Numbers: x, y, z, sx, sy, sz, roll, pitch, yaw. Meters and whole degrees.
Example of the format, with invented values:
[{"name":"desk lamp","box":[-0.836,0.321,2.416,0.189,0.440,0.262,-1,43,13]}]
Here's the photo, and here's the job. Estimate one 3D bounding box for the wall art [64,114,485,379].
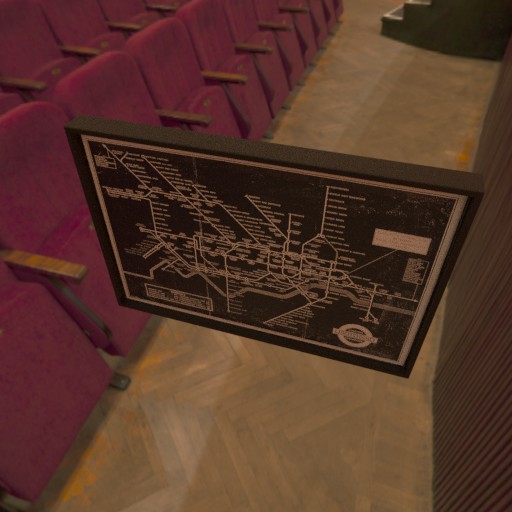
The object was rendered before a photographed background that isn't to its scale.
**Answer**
[{"name":"wall art","box":[0.000,0.000,0.849,0.671,0.456,0.051,12,43,13]}]
